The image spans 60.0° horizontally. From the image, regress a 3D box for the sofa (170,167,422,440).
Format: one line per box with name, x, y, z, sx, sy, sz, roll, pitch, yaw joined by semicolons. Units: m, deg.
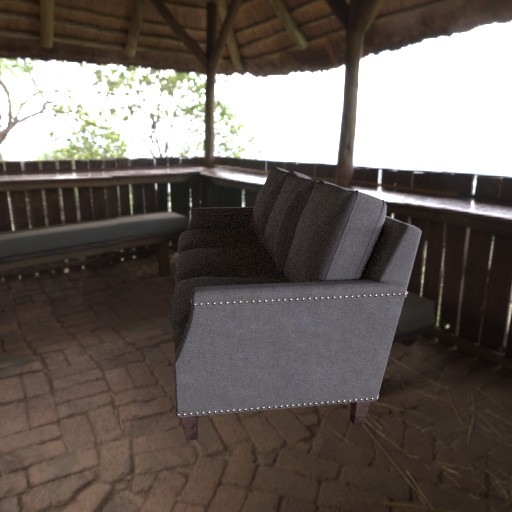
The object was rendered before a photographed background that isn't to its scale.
sofa;0.000;0.000;2.839;1.034;1.042;2.226;-2;15;-8
